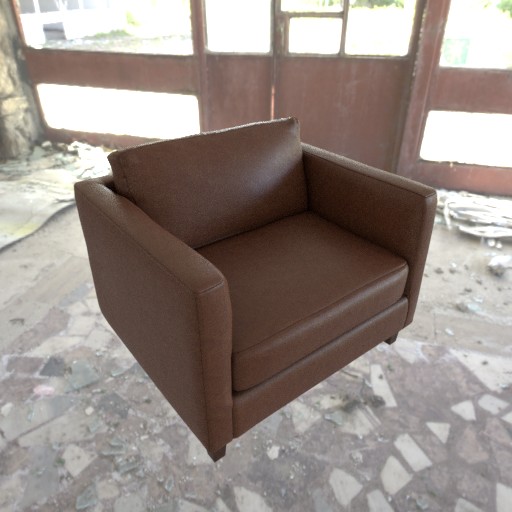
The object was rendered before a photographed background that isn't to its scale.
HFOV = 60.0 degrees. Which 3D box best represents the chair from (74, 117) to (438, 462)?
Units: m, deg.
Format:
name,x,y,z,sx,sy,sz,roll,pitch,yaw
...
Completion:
name,x,y,z,sx,sy,sz,roll,pitch,yaw
chair,0.000,0.000,1.823,1.107,0.917,0.959,-22,37,-32
